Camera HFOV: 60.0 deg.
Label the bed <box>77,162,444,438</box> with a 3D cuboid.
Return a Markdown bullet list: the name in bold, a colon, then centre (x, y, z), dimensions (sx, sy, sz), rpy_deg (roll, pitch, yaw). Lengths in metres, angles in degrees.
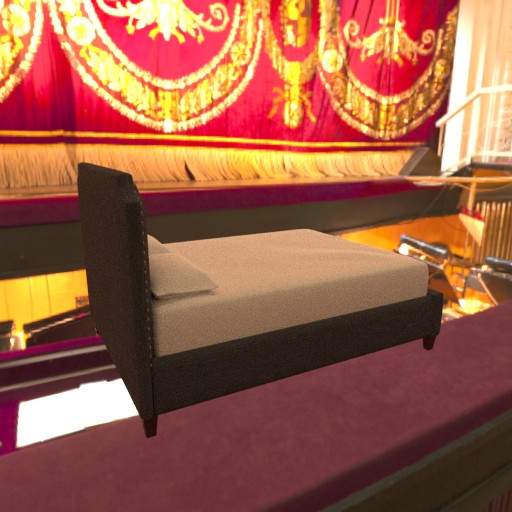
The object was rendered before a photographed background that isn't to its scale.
- **bed**: centre (0.000, 0.000, 3.483), dimensions (2.372, 1.443, 1.713), rpy_deg (-8, 16, -28)
